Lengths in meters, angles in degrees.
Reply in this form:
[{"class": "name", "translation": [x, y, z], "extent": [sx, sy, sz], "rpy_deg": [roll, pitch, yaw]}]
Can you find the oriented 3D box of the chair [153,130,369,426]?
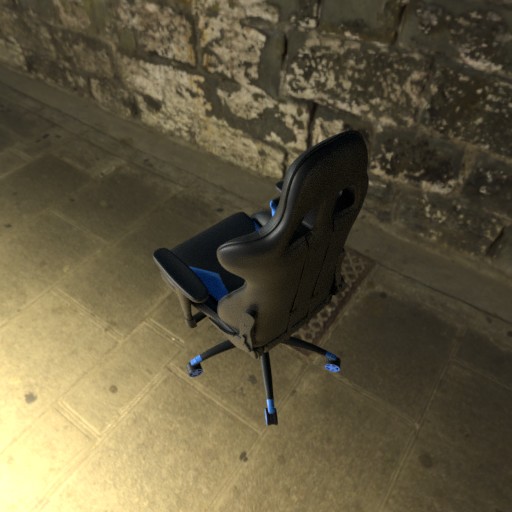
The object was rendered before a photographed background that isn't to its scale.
[{"class": "chair", "translation": [0.000, 0.000, 1.679], "extent": [0.695, 1.282, 0.730], "rpy_deg": [-32, 55, -26]}]
